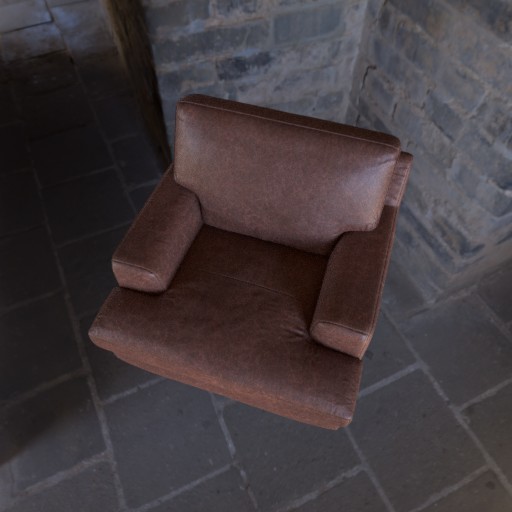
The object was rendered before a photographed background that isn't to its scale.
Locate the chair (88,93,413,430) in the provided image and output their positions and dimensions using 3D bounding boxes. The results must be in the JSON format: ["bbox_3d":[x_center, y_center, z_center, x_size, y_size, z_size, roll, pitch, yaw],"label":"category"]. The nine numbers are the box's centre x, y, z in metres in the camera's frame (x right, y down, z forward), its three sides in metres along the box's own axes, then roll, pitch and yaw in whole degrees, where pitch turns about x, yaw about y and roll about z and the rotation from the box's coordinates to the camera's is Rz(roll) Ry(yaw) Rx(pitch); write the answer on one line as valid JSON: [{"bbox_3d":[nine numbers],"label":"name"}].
[{"bbox_3d":[0.000,0.000,2.003,1.168,0.939,1.143,15,58,10],"label":"chair"}]
